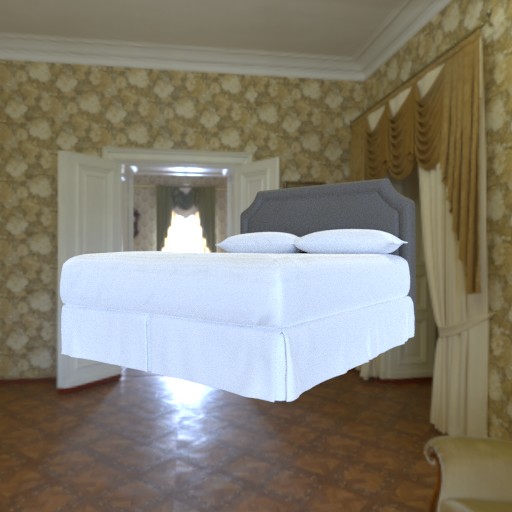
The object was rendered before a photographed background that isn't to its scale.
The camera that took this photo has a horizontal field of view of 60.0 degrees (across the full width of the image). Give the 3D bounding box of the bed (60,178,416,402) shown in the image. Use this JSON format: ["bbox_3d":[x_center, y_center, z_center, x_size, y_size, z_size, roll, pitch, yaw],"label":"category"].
[{"bbox_3d":[0.000,0.000,3.942,2.194,1.561,2.536,0,0,35],"label":"bed"}]
